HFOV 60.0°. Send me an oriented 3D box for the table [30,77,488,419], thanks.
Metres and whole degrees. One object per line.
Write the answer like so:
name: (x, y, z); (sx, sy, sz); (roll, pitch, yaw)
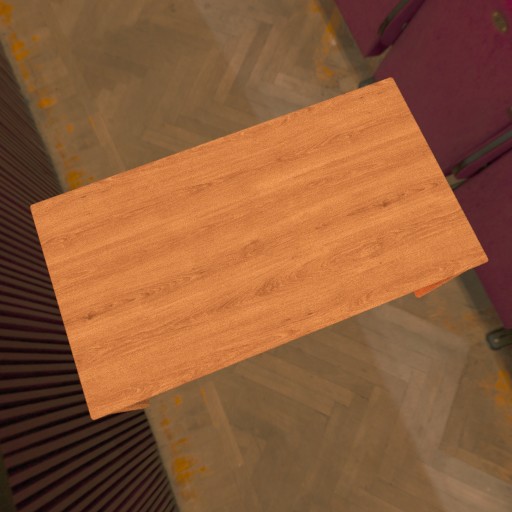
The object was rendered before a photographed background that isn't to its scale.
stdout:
table: (0.000, 0.000, 2.047); (1.600, 0.760, 0.900); (-21, 78, -5)
